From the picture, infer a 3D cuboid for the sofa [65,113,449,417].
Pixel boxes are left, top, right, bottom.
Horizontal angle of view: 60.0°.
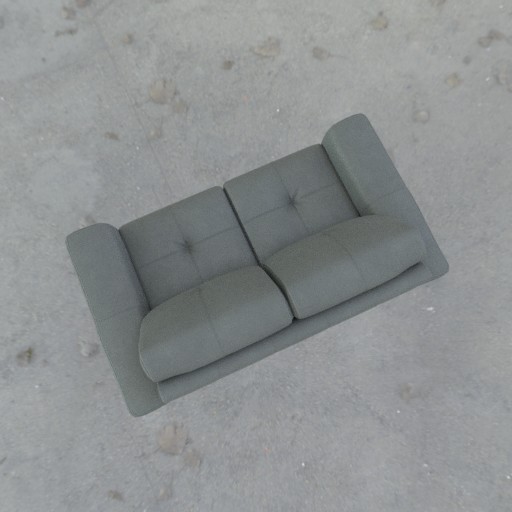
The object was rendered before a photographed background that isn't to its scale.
[{"bbox_3d":[0.000,0.000,2.377,1.806,0.907,1.018,-24,78,-6],"label":"sofa"}]
